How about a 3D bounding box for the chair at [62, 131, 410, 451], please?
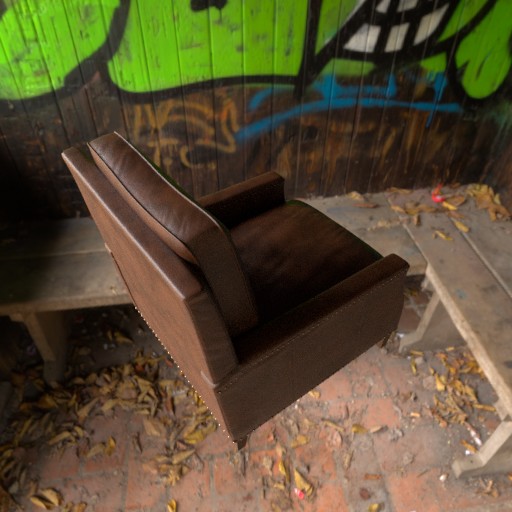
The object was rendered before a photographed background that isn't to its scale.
[{"bbox_3d":[0.000,0.000,1.778,1.035,1.054,0.854,-26,48,-26],"label":"chair"}]
